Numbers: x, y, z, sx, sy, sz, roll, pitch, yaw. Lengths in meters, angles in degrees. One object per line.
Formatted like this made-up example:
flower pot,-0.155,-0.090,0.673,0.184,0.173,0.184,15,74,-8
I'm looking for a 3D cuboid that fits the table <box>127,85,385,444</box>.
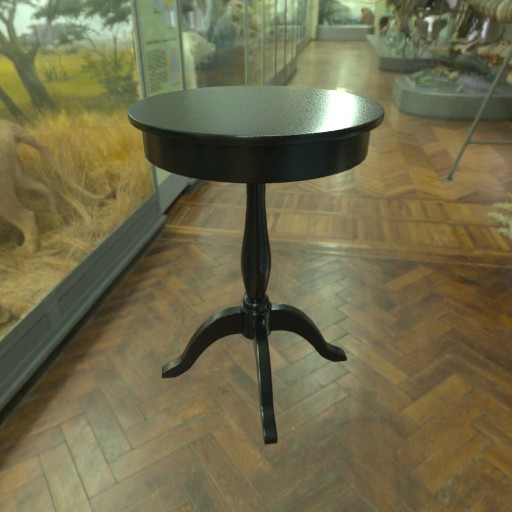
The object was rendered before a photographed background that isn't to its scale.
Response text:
table,0.000,0.000,1.008,0.481,0.665,0.481,0,29,0
